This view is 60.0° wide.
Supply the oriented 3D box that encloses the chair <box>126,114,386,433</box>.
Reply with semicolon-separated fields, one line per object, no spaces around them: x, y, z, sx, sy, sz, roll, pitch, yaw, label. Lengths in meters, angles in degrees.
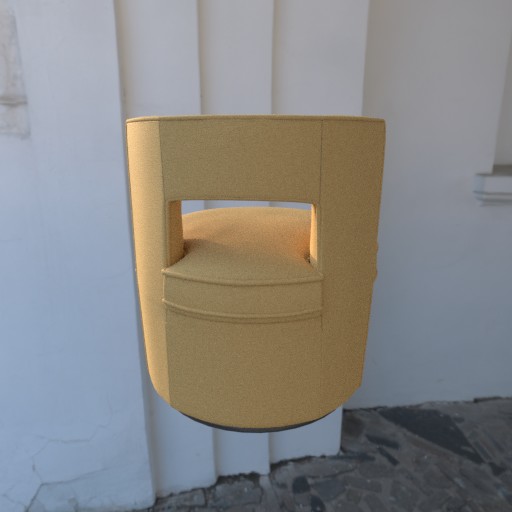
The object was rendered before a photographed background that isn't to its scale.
0.000;0.000;1.218;0.650;0.723;0.665;2;16;6;chair
